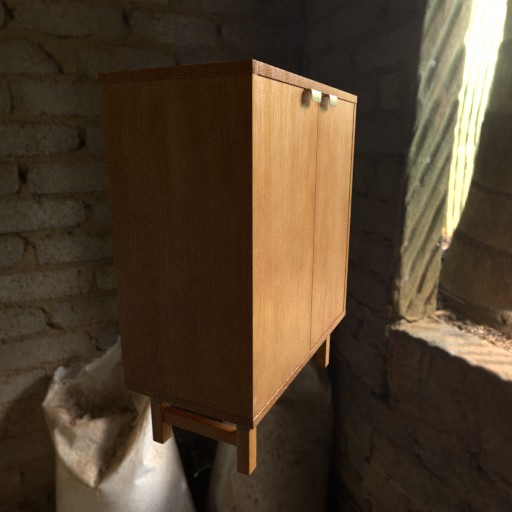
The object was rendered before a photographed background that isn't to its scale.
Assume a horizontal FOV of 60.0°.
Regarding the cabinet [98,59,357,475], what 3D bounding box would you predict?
[{"bbox_3d":[0.000,0.000,1.395,0.419,1.001,0.800,7,16,26],"label":"cabinet"}]
